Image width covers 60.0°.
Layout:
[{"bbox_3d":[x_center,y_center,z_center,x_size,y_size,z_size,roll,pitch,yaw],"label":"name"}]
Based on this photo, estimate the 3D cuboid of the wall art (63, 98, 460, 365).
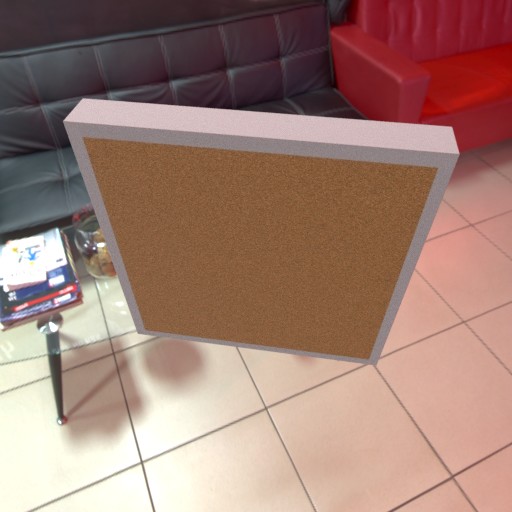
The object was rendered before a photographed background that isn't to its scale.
[{"bbox_3d":[0.000,0.000,0.460,0.305,0.305,0.038,6,47,6],"label":"wall art"}]
